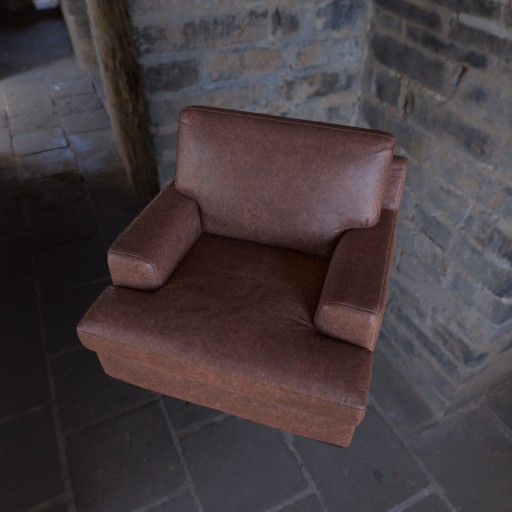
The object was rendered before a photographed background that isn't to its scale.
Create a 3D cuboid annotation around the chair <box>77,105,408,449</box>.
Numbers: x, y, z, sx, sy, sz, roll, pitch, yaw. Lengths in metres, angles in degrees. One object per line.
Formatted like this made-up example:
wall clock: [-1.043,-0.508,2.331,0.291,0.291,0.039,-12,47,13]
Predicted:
chair: [0.000,0.000,1.953,1.168,0.939,1.143,12,44,13]
